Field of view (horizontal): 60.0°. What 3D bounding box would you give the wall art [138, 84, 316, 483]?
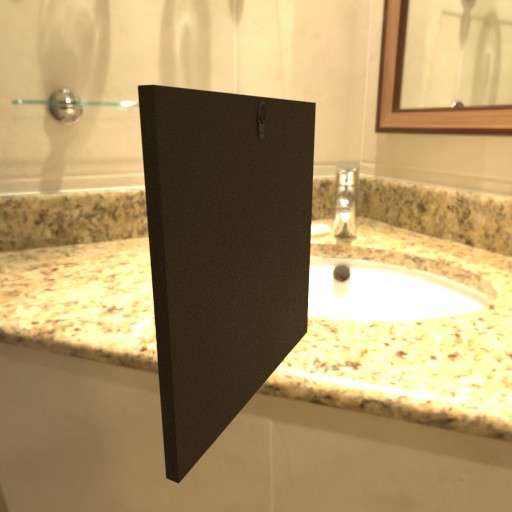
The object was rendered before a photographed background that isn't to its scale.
[{"bbox_3d":[0.000,0.000,1.191,0.043,0.807,0.805,8,19,25],"label":"wall art"}]
